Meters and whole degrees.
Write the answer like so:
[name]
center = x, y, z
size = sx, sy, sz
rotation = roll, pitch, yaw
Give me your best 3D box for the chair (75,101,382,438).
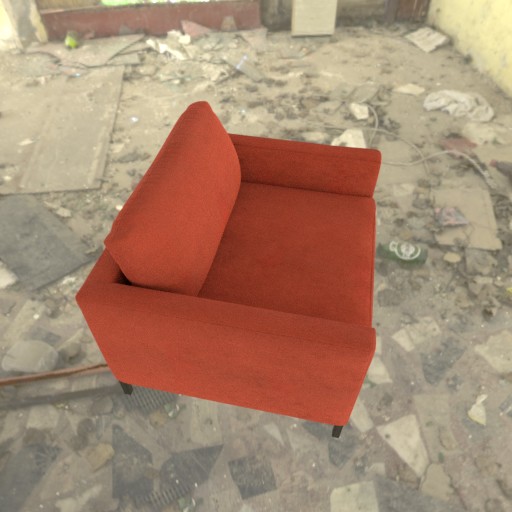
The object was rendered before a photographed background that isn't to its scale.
[chair]
center = 0.000, 0.000, 1.661
size = 0.875, 0.812, 0.964
rotation = 9, 48, 8
